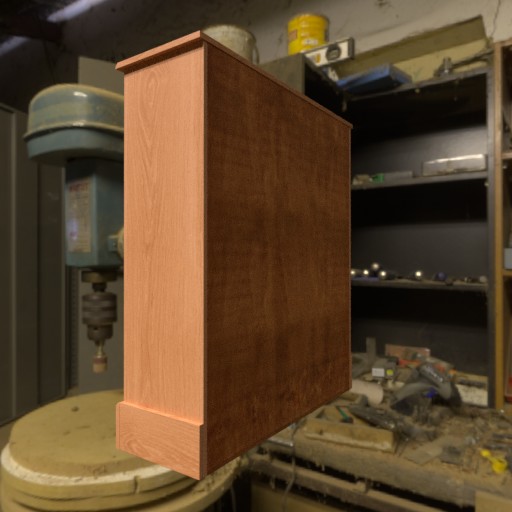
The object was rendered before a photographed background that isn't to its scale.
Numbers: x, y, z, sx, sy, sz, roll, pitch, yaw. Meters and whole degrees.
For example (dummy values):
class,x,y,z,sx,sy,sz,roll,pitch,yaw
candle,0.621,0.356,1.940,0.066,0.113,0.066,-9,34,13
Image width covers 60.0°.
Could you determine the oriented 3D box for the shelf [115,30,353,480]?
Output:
class,x,y,z,sx,sy,sz,roll,pitch,yaw
shelf,0.000,0.000,1.391,0.291,0.980,0.840,0,0,35
